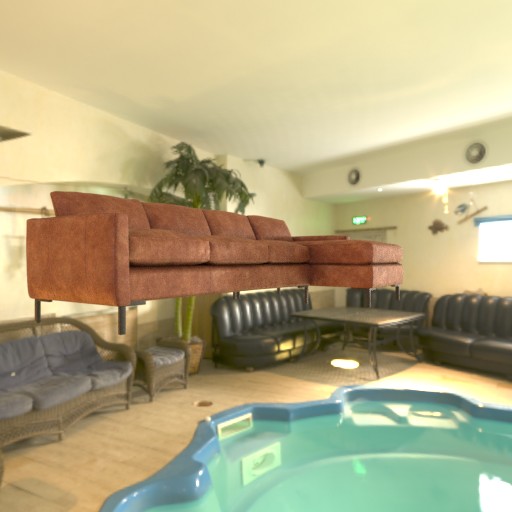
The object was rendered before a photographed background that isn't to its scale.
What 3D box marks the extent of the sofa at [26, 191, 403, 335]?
[{"bbox_3d":[0.000,0.000,3.575,1.471,0.859,2.993,0,0,35],"label":"sofa"}]
